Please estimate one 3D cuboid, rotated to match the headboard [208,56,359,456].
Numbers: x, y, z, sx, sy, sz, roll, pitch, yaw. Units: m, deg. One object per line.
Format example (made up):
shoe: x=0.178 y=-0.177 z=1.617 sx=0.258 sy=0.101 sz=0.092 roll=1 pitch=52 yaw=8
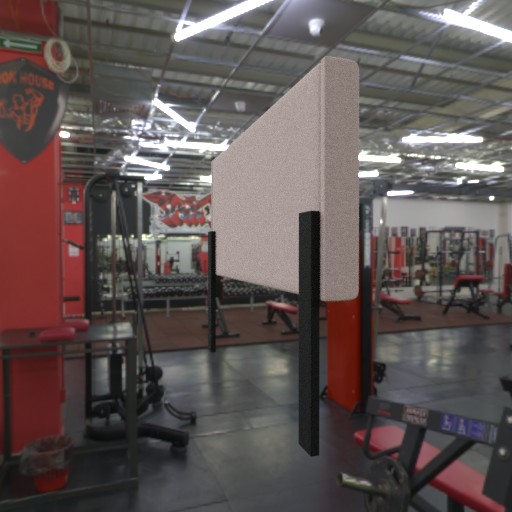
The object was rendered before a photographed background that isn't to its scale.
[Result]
headboard: x=0.000 y=0.000 z=2.658 sx=0.184 sy=1.524 sz=2.051 roll=0 pitch=1 yaw=-18
